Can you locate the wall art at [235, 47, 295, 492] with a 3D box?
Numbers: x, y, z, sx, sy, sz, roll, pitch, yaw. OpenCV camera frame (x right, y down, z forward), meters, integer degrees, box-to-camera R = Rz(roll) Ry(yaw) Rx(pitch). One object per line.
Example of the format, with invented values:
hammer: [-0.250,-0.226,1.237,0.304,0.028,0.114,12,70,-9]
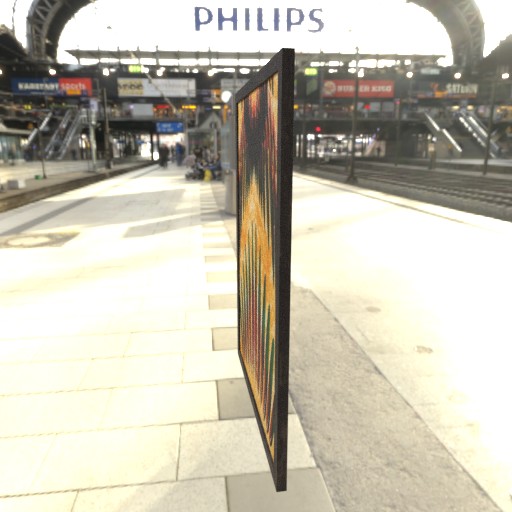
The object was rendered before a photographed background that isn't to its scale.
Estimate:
wall art: [0.000,0.000,1.416,0.029,1.066,0.812,-2,14,-9]
